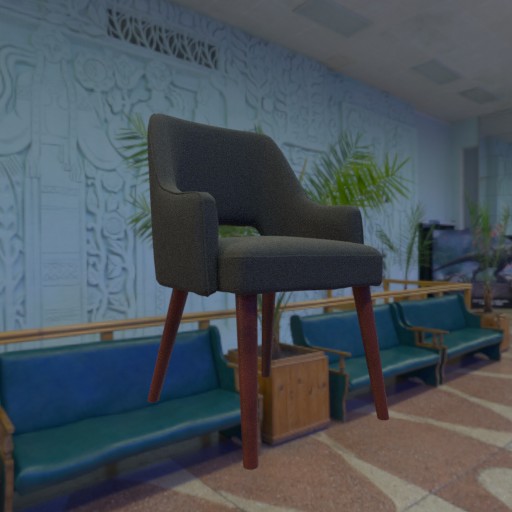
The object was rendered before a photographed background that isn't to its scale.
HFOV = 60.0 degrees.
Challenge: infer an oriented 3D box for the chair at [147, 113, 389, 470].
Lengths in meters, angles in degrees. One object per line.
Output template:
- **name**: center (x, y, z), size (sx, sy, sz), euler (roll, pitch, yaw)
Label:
- **chair**: center (0.000, 0.000, 1.226), size (0.559, 0.838, 0.560), euler (-1, 1, -37)
